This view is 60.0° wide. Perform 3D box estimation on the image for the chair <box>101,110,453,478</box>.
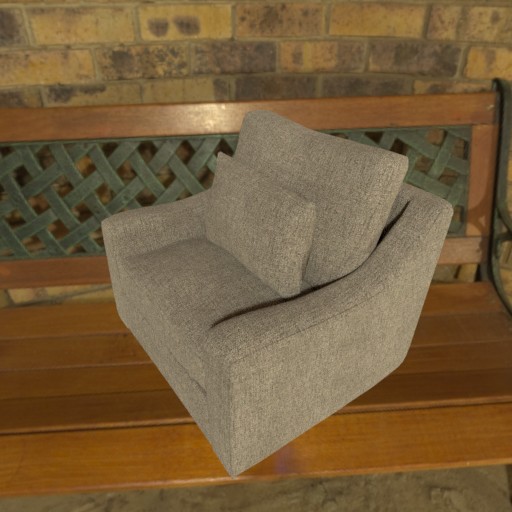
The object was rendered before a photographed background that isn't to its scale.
[{"bbox_3d":[0.000,0.000,1.929,1.009,1.037,1.138,-21,38,-29],"label":"chair"}]
